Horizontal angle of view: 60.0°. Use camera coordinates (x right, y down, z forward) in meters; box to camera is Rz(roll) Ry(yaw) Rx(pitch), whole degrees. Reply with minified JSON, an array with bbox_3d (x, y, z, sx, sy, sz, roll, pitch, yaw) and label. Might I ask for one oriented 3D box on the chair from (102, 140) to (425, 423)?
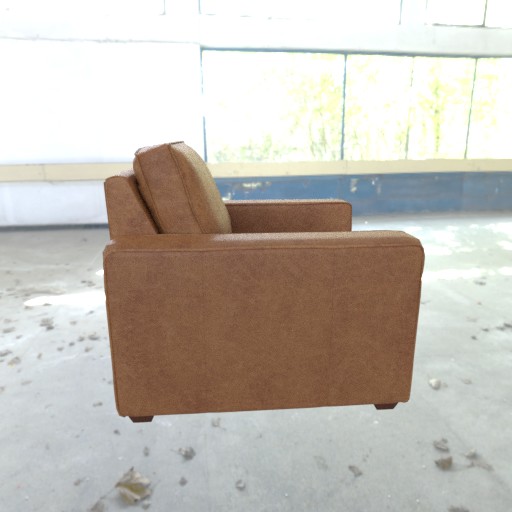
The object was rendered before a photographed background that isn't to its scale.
[{"bbox_3d":[0.000,0.000,1.792,1.027,0.901,0.987,-2,16,-8],"label":"chair"}]
